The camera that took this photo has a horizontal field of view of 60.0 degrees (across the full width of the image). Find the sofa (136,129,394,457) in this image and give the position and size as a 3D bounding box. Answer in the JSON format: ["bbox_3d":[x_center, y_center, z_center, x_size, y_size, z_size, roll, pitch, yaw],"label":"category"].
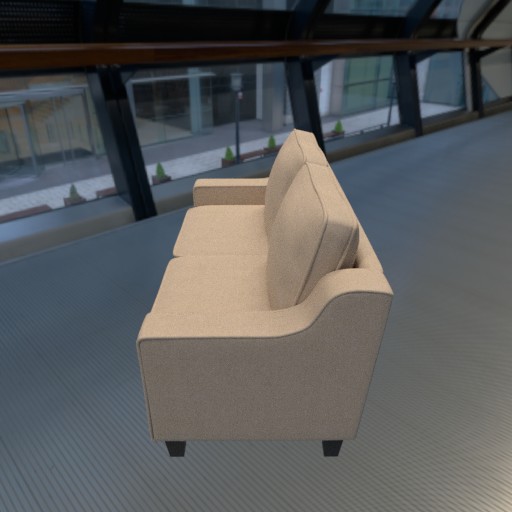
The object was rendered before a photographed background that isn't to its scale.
[{"bbox_3d":[0.000,0.000,3.490,1.351,1.562,2.587,0,28,0],"label":"sofa"}]
